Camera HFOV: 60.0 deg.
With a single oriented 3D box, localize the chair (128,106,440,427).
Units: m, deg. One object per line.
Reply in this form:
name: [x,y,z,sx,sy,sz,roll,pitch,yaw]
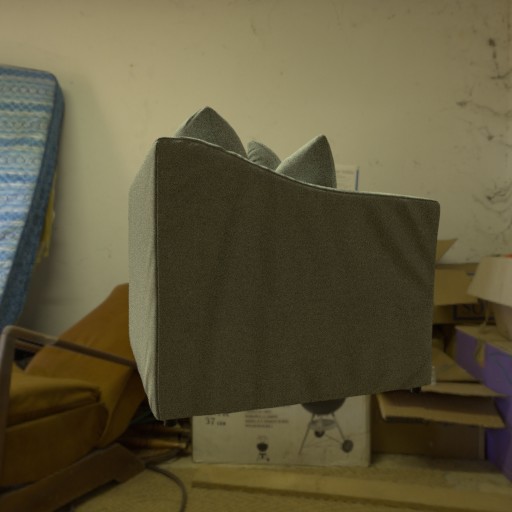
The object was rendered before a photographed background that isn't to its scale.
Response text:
chair: [0.000,0.000,2.034,1.071,1.059,1.194,-1,2,-20]
